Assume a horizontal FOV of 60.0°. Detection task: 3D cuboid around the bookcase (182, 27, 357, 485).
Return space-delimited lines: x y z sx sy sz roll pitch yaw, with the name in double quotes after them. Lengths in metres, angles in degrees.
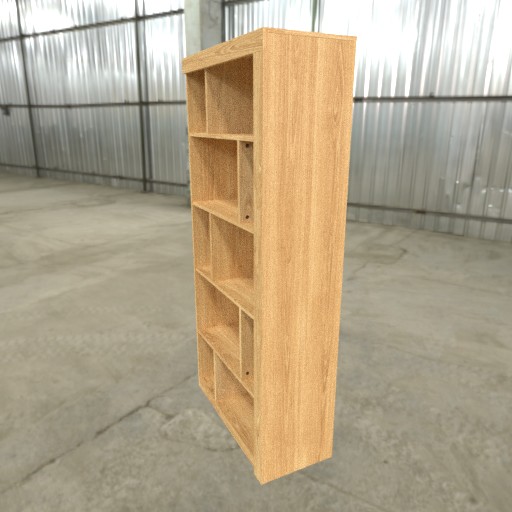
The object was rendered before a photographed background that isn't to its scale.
0.000 0.000 2.366 0.420 2.020 0.950 -8 19 -25 "bookcase"
